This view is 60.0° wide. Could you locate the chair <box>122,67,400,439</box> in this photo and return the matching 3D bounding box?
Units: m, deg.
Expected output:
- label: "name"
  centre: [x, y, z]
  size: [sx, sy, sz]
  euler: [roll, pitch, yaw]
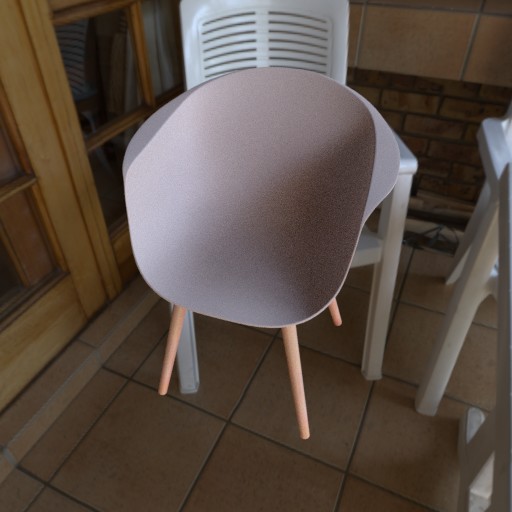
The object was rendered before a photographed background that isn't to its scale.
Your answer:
- label: "chair"
  centre: [0.000, 0.000, 1.130]
  size: [0.593, 0.781, 0.504]
  euler: [12, 41, 14]
